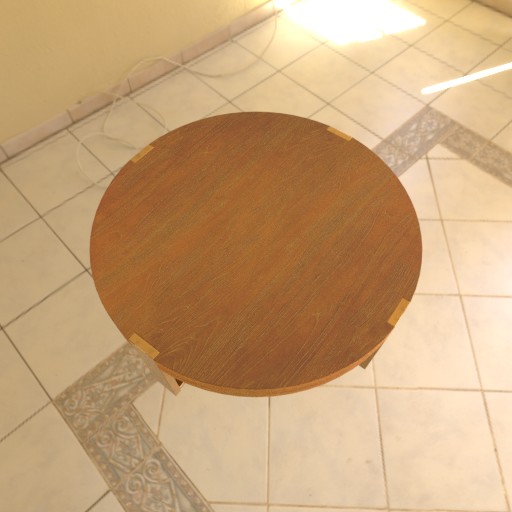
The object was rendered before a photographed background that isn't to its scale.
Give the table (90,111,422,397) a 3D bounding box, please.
[{"bbox_3d":[0.000,0.000,1.676,1.100,0.420,1.100,0,59,0],"label":"table"}]
